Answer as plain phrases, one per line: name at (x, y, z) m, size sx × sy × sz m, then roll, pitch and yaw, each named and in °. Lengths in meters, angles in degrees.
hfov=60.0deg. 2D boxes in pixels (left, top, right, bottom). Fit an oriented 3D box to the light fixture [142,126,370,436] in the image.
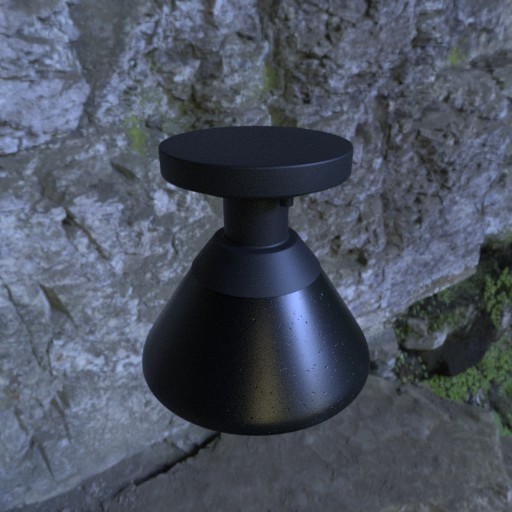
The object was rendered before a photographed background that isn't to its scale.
light fixture at (0.000, 0.000, 0.361) m, size 0.200 × 0.183 × 0.200 m, roll 0°, pitch 26°, yaw 0°
